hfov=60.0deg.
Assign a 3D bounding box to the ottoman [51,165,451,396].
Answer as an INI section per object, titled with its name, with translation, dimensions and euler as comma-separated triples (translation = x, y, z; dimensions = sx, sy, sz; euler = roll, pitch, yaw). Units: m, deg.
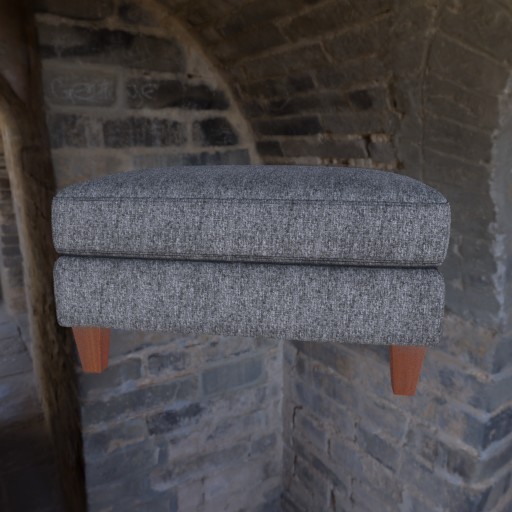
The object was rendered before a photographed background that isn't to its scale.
[ottoman]
translation = 0.000, 0.000, 1.207
dimensions = 0.864, 0.483, 0.584
euler = 2, 14, 8
